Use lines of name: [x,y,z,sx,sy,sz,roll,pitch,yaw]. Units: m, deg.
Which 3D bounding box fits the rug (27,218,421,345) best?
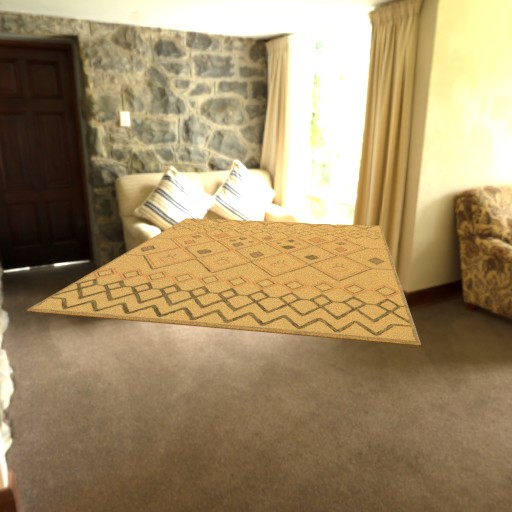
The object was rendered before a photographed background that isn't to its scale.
rug: [0.000,0.000,4.086,2.441,0.016,3.050,3,17,11]
